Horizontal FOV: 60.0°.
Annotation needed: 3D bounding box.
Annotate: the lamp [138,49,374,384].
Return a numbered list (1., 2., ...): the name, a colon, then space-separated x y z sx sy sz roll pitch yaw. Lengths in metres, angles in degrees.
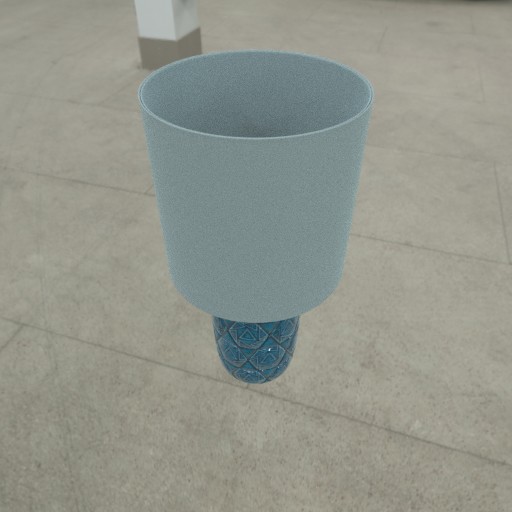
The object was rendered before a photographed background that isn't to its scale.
1. lamp: 0.000 0.000 0.493 0.193 0.377 0.193 -12 43 -13
